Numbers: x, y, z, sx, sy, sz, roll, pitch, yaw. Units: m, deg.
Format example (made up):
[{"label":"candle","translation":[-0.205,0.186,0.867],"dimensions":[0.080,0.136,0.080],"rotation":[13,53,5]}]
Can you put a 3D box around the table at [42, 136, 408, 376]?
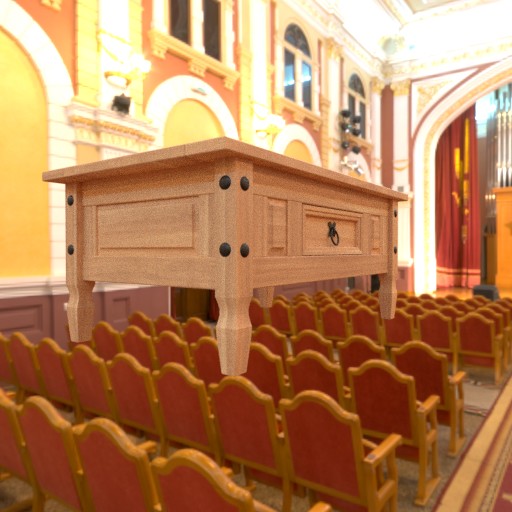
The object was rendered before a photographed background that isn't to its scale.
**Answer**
[{"label":"table","translation":[0.000,0.000,1.340],"dimensions":[0.600,0.437,1.000],"rotation":[1,1,36]}]
